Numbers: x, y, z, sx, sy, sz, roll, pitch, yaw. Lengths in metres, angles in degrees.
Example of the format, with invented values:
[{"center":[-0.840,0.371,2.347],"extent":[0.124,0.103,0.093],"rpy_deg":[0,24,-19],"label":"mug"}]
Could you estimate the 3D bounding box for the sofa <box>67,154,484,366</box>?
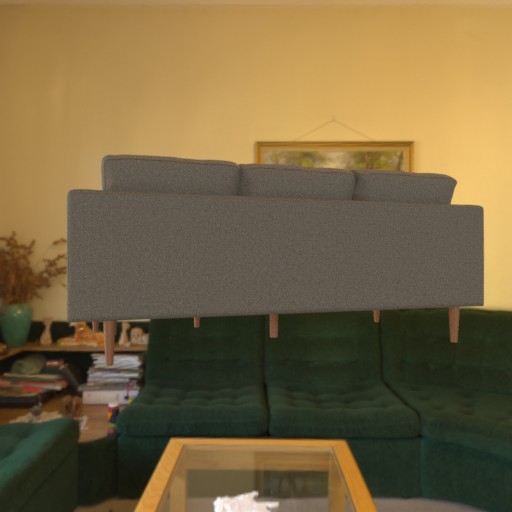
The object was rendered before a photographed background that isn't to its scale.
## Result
[{"center":[0.000,0.000,2.777],"extent":[2.031,0.897,1.591],"rpy_deg":[0,0,-17],"label":"sofa"}]
